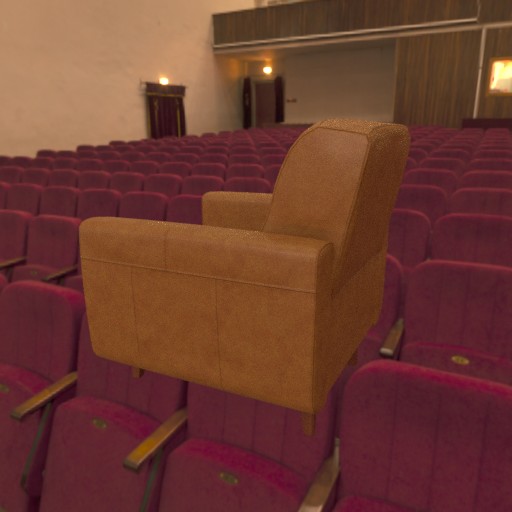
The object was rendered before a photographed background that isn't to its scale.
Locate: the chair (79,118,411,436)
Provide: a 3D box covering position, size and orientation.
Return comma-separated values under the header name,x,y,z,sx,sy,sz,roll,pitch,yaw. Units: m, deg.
name,x,y,z,sx,sy,sz,roll,pitch,yaw
chair,0.000,0.000,1.643,0.942,0.968,0.845,8,18,27
